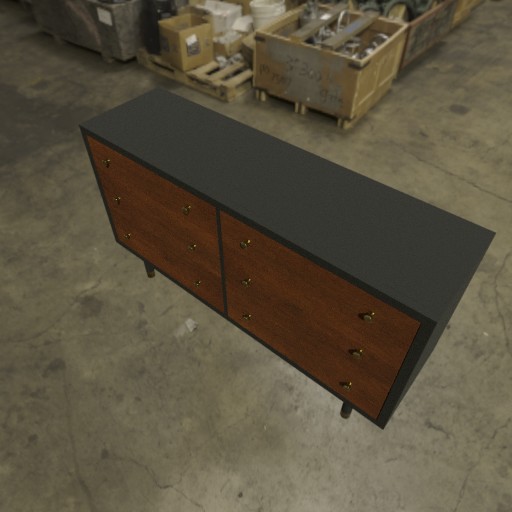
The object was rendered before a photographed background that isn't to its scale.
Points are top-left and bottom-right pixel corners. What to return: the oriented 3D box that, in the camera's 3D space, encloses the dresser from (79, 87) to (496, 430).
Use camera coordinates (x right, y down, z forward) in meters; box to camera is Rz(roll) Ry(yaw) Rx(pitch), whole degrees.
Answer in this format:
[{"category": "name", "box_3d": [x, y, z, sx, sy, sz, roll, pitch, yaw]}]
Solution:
[{"category": "dresser", "box_3d": [0.000, 0.000, 1.913, 1.558, 0.872, 0.463, 31, 54, 26]}]
